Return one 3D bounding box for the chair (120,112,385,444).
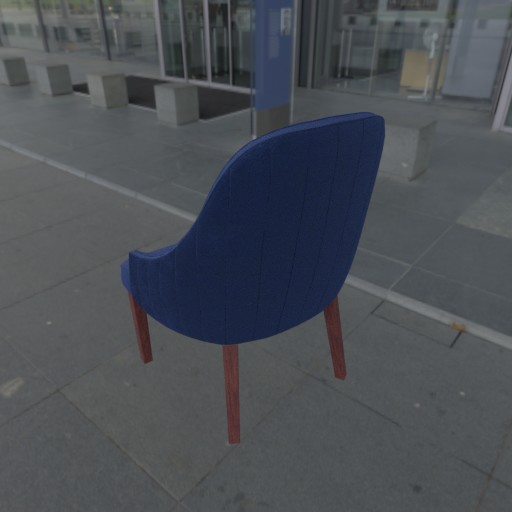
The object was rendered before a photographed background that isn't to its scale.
[{"bbox_3d":[0.000,0.000,1.286,0.643,0.889,0.575,-20,36,-30],"label":"chair"}]
